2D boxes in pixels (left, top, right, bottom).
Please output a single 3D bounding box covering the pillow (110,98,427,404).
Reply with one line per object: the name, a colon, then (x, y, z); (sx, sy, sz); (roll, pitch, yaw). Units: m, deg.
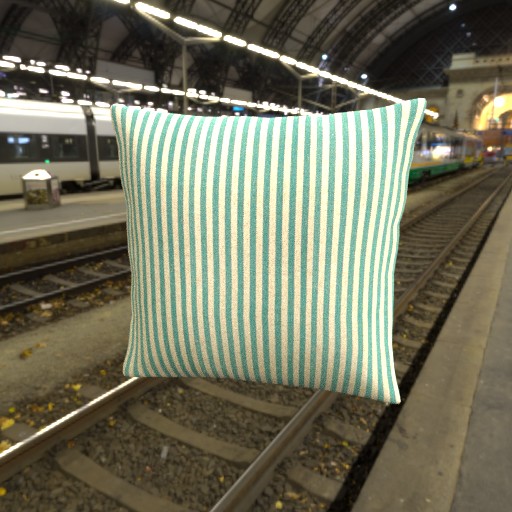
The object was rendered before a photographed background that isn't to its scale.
pillow: (0.000, 0.000, 0.770); (0.523, 0.510, 0.166); (2, 13, 10)
